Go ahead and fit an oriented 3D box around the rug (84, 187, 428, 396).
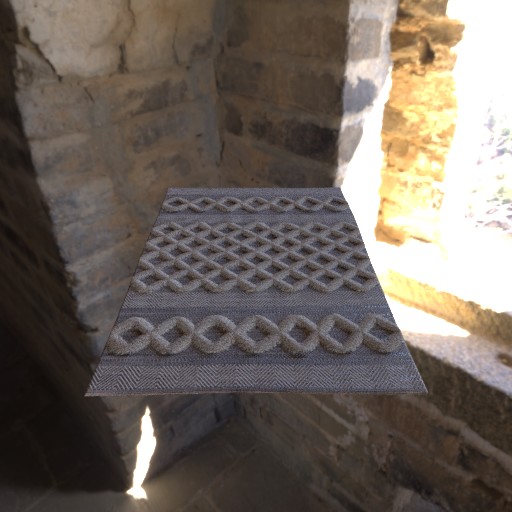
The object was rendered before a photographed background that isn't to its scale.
[{"bbox_3d":[0.000,0.000,2.330,1.222,0.030,1.823,0,32,0],"label":"rug"}]
